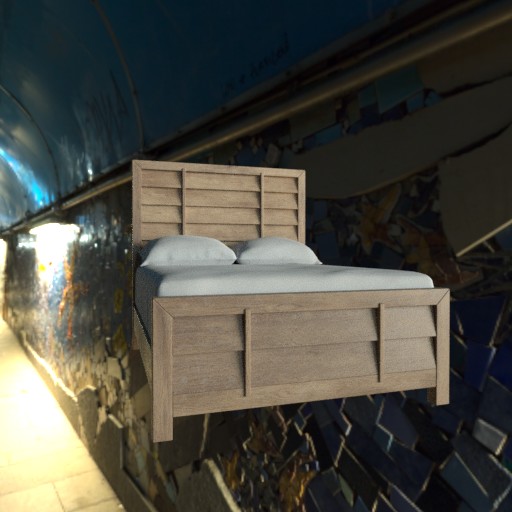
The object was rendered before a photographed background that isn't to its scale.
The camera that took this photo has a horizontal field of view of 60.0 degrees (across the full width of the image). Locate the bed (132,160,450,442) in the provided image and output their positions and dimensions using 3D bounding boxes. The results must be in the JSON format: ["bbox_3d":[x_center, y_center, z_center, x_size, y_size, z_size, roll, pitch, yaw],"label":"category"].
[{"bbox_3d":[0.000,0.000,3.160,1.615,1.631,2.017,0,1,-18],"label":"bed"}]
